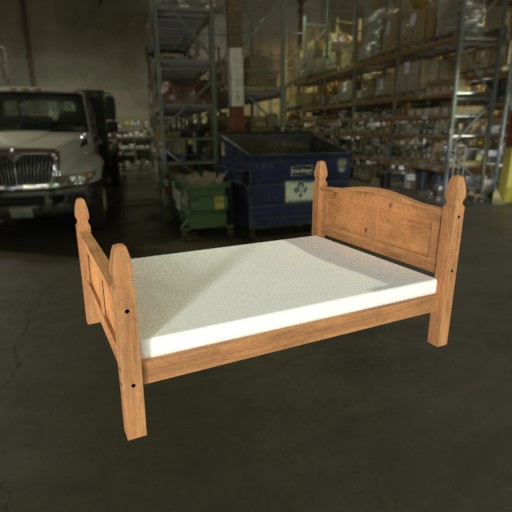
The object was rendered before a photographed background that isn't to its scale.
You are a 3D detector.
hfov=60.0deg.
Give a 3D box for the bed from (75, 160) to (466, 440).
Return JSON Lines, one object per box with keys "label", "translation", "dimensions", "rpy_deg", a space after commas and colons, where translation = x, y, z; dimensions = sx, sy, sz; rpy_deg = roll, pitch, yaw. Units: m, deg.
{"label": "bed", "translation": [0.000, 0.000, 2.952], "dimensions": [2.069, 1.100, 1.490], "rpy_deg": [-8, 18, -26]}
